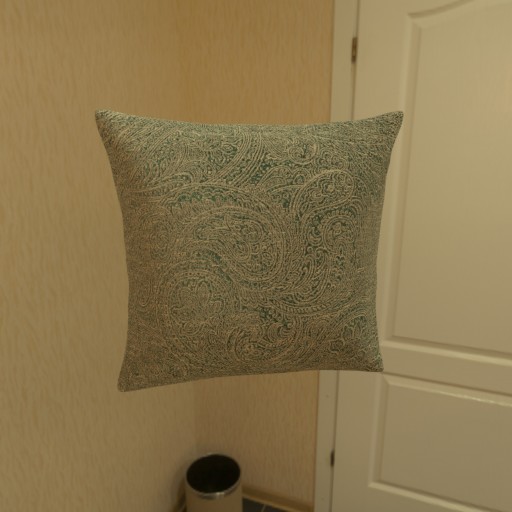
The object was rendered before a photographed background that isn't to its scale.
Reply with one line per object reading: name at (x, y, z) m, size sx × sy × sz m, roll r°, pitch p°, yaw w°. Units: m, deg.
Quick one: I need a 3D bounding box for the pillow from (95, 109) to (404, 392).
pillow at (0.000, 0.000, 0.807) m, size 0.526 × 0.507 × 0.166 m, roll -2°, pitch 16°, yaw -8°
